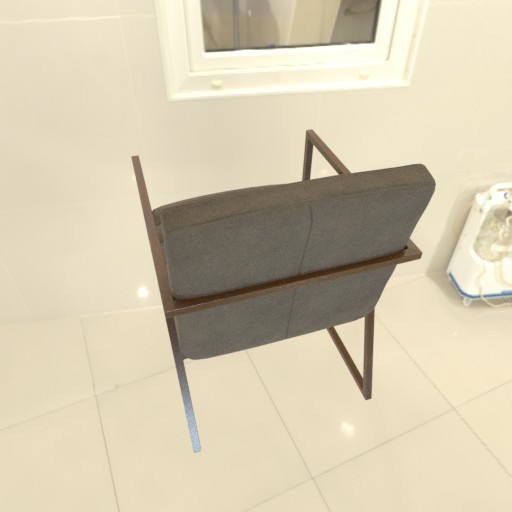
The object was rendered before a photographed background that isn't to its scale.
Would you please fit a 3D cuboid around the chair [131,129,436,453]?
[{"bbox_3d":[0.000,0.000,1.290,0.578,0.843,0.682,-12,43,-13],"label":"chair"}]
